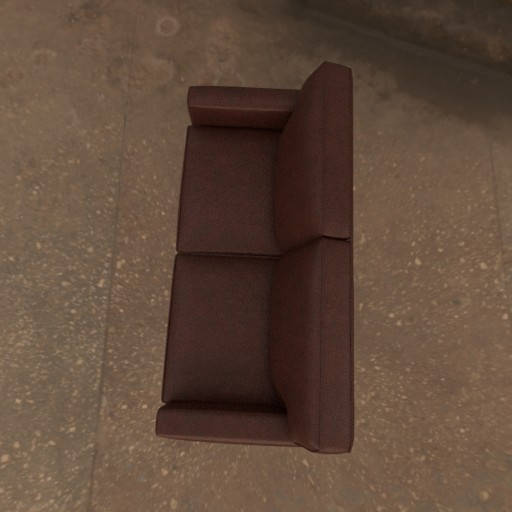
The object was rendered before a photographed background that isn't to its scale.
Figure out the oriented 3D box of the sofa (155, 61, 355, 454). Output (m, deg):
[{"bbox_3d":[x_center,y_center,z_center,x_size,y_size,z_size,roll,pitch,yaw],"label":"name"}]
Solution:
[{"bbox_3d":[0.000,0.000,2.389,0.912,0.928,1.876,3,76,1],"label":"sofa"}]
